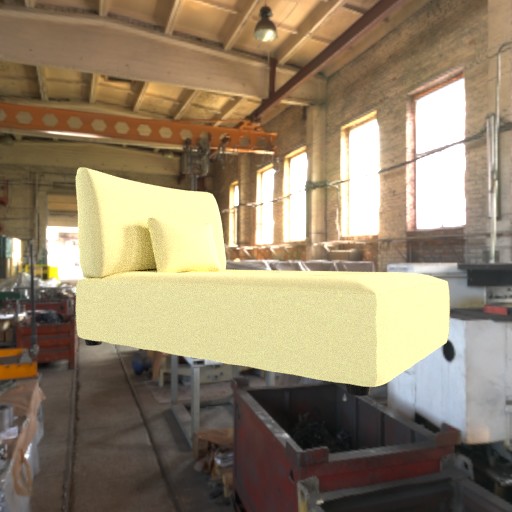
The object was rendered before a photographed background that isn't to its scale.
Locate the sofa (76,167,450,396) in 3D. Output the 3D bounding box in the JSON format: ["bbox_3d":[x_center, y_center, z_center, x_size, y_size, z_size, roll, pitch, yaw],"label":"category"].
[{"bbox_3d":[0.000,0.000,2.009,1.450,0.820,0.930,0,-1,35],"label":"sofa"}]
